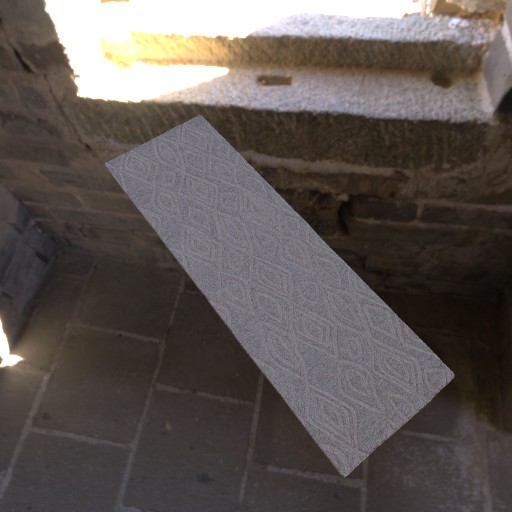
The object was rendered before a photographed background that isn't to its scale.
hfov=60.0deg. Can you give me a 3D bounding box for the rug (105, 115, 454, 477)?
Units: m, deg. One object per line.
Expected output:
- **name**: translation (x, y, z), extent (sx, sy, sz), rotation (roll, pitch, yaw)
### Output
- **rug**: translation (0.000, 0.000, 2.690), extent (0.807, 0.013, 2.436), rotation (-33, 65, -18)
